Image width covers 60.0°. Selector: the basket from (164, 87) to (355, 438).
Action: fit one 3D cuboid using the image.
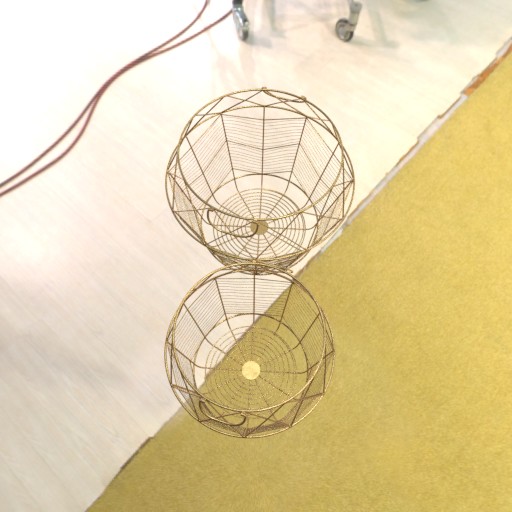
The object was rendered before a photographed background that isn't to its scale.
[{"bbox_3d":[0.000,0.000,1.044,0.451,0.343,0.805,3,64,1],"label":"basket"}]
